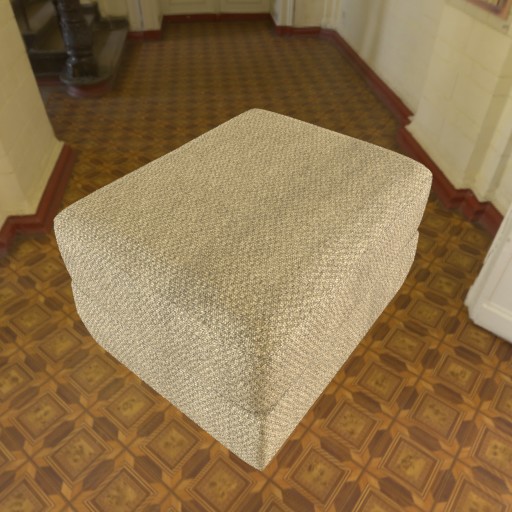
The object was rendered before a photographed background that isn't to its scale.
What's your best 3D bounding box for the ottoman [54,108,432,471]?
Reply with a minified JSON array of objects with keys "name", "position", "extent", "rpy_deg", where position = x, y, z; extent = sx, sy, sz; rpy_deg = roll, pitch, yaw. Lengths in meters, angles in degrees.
[{"name":"ottoman","position":[0.000,0.000,1.140],"extent":[0.603,0.476,0.751],"rpy_deg":[28,49,27]}]
